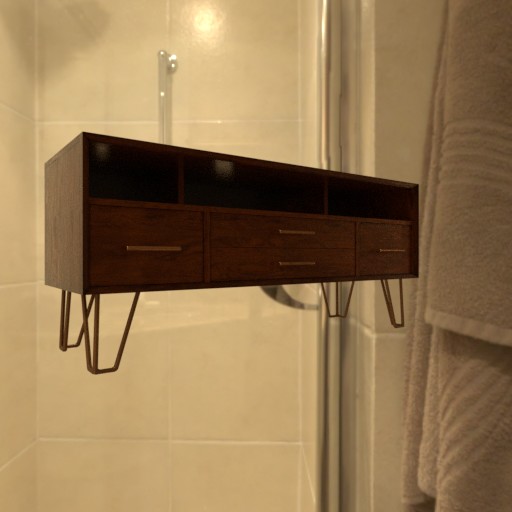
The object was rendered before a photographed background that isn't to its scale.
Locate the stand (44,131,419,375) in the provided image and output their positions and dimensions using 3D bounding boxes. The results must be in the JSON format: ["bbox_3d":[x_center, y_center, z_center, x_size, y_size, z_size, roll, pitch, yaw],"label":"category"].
[{"bbox_3d":[0.000,0.000,1.667,1.372,0.610,0.481,0,0,-36],"label":"stand"}]
